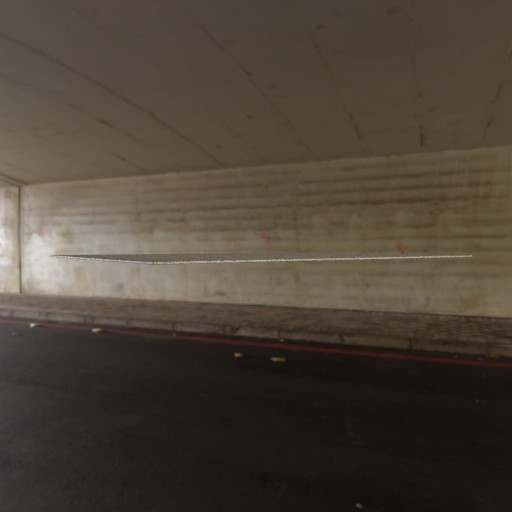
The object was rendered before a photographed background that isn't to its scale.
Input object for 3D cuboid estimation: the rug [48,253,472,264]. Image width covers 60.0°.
[{"bbox_3d":[0.000,0.000,4.072,3.061,0.014,2.447,-1,1,-36],"label":"rug"}]
